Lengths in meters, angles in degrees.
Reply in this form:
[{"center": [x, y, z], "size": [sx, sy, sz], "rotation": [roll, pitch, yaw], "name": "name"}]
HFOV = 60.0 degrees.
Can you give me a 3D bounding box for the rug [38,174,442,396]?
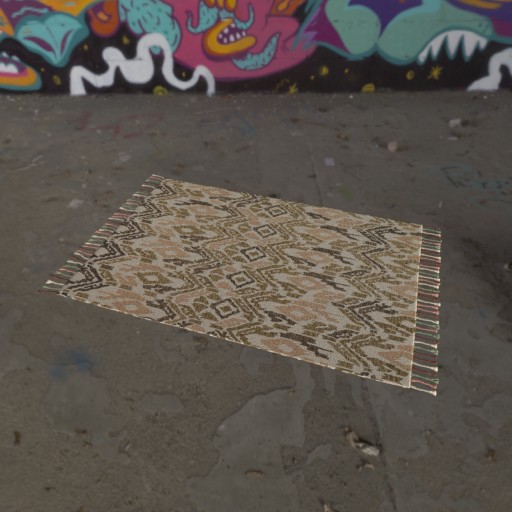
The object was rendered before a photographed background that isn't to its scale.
[{"center": [0.000, 0.000, 3.068], "size": [2.438, 0.008, 1.524], "rotation": [12, 42, 14], "name": "rug"}]
